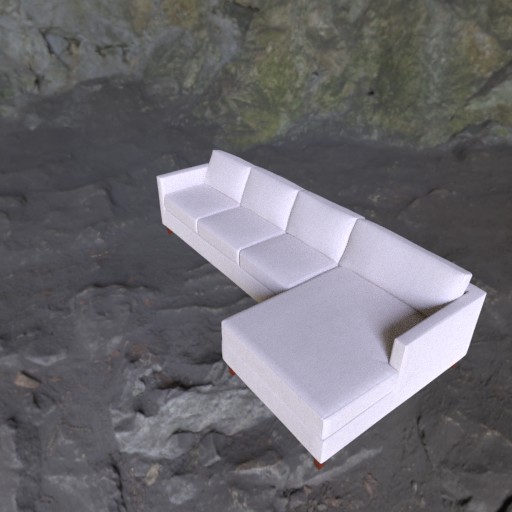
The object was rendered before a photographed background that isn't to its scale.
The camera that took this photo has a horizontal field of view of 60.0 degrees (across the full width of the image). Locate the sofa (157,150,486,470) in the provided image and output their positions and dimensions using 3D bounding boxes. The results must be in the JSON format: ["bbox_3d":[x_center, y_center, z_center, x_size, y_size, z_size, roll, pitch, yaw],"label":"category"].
[{"bbox_3d":[0.000,0.000,4.082,1.599,0.954,3.471,-21,38,-30],"label":"sofa"}]
